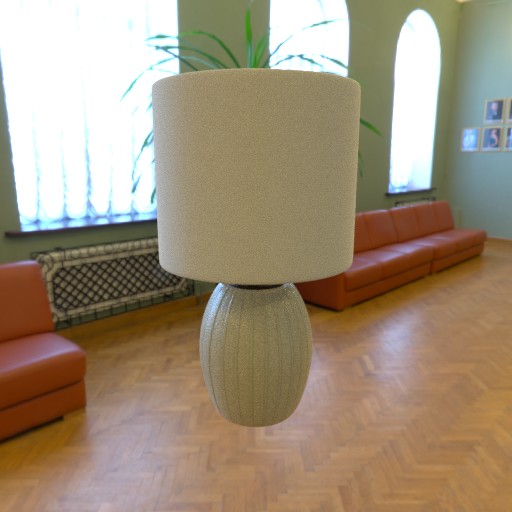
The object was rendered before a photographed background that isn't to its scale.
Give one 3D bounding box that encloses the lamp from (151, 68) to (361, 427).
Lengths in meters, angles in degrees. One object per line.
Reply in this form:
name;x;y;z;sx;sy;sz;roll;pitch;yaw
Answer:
lamp;0.000;0.000;0.769;0.329;0.570;0.329;11;17;42
